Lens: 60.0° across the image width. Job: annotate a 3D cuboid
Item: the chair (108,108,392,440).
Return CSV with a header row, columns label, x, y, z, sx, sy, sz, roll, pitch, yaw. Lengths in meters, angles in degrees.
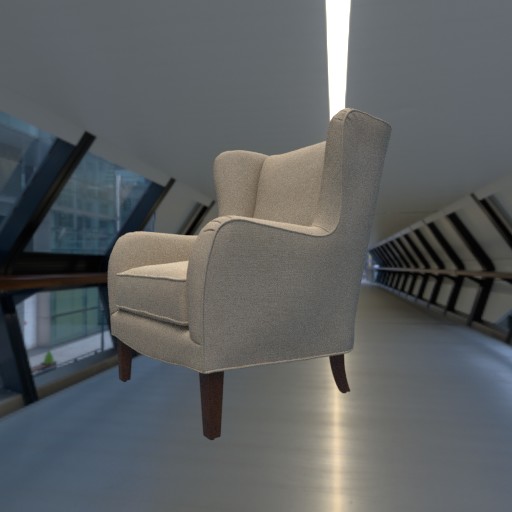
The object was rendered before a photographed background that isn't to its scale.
label,x,y,z,sx,sy,sz,roll,pitch,yaw
chair,0.000,0.000,1.788,0.966,1.040,0.838,0,-1,-35
